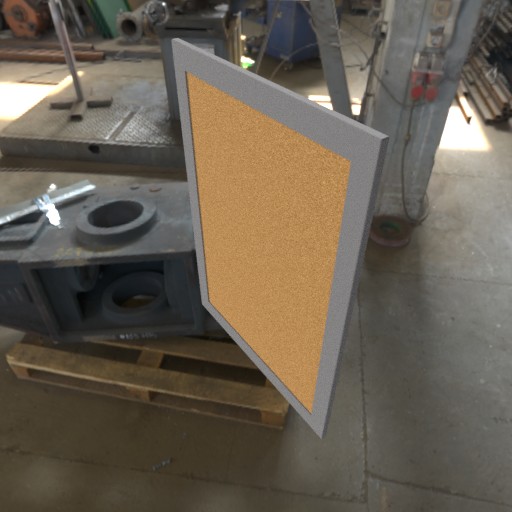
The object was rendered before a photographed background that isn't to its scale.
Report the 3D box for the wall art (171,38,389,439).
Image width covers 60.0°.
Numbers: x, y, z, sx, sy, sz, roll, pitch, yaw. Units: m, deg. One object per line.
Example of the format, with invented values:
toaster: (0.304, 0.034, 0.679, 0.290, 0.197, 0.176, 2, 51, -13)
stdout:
wall art: (0.000, 0.000, 0.667, 0.012, 0.529, 0.374, -26, 47, -27)
